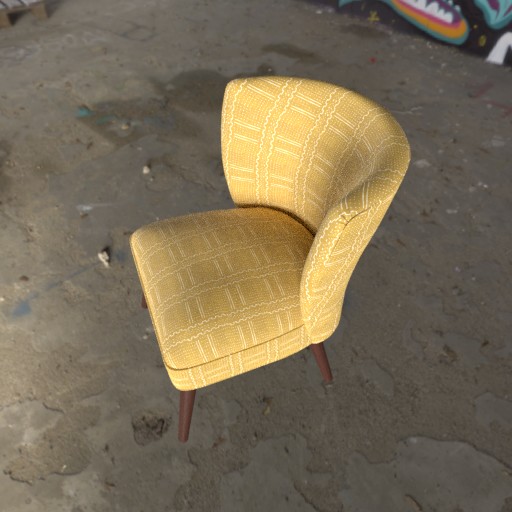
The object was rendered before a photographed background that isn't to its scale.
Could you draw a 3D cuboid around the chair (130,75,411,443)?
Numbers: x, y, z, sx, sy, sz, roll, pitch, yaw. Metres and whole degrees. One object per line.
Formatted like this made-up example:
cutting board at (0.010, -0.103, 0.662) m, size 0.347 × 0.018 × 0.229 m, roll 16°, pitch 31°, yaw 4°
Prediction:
chair at (0.000, 0.000, 1.389) m, size 0.758 × 0.866 × 0.706 m, roll -16°, pitch 48°, yaw -15°
